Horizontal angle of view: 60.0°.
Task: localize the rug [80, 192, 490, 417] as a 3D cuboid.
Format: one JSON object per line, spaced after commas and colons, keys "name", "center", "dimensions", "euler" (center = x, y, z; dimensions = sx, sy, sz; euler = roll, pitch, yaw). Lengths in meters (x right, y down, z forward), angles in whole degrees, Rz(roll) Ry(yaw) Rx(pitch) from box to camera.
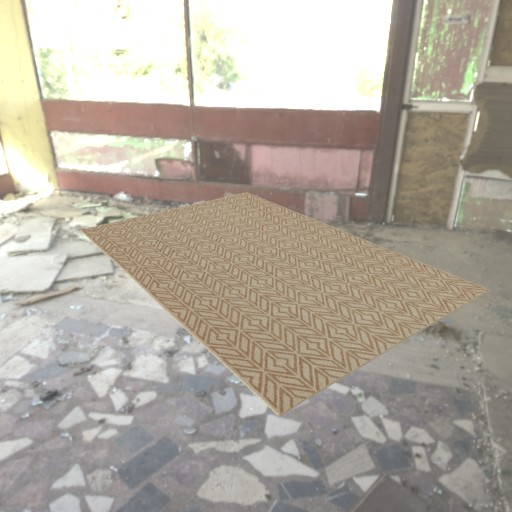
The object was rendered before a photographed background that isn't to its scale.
{"name": "rug", "center": [0.000, 0.000, 2.286], "dimensions": [1.220, 0.007, 1.828], "euler": [-18, 31, -33]}
